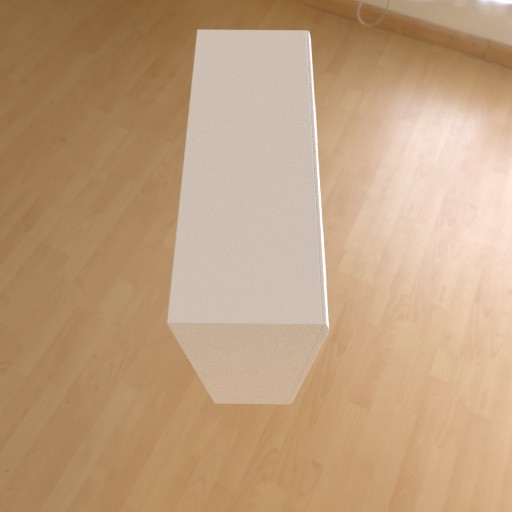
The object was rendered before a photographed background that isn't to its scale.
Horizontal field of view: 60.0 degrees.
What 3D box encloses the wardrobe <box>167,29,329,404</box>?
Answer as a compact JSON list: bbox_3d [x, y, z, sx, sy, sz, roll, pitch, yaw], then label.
[{"bbox_3d":[0.000,0.000,1.651,0.360,1.200,0.900,1,64,0],"label":"wardrobe"}]
